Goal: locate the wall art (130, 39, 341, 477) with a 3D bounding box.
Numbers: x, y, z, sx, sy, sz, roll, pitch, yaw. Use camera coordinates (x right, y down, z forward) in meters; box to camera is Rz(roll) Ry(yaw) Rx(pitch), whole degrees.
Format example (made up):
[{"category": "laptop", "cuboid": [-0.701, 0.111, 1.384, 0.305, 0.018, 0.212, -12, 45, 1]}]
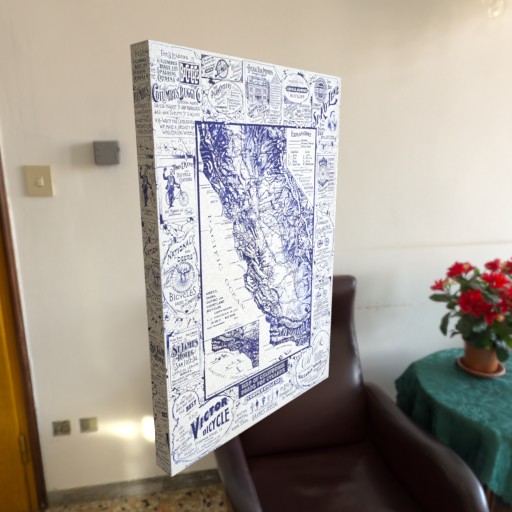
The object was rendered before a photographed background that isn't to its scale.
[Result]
[{"category": "wall art", "cuboid": [0.000, 0.000, 0.746, 0.040, 0.601, 0.408, 13, 19, 42]}]
